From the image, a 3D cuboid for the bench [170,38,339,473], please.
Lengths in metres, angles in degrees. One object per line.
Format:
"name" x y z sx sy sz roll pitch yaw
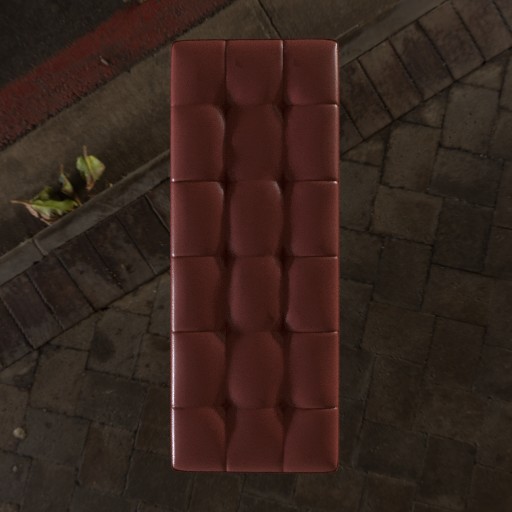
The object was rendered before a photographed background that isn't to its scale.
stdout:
"bench" 0.000 0.000 1.328 0.432 0.460 1.105 0 90 1
